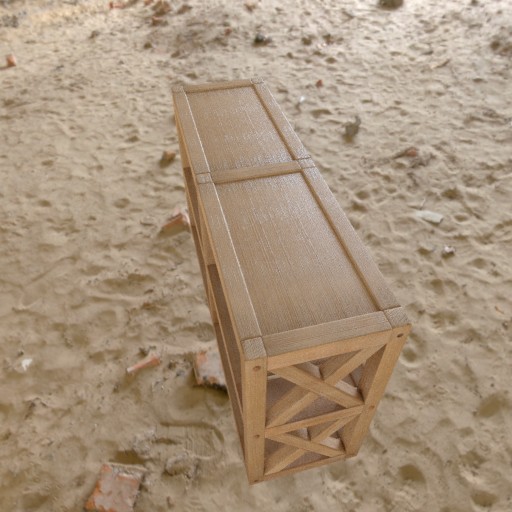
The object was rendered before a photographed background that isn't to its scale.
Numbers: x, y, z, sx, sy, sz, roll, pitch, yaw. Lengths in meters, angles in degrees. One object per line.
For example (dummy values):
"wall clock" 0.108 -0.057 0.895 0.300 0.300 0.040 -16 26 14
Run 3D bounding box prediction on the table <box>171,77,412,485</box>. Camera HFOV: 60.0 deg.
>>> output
"table" 0.000 0.000 1.657 0.381 0.762 1.320 -10 46 -10
